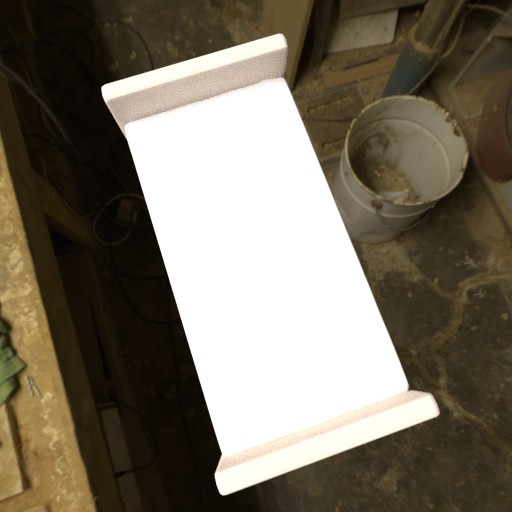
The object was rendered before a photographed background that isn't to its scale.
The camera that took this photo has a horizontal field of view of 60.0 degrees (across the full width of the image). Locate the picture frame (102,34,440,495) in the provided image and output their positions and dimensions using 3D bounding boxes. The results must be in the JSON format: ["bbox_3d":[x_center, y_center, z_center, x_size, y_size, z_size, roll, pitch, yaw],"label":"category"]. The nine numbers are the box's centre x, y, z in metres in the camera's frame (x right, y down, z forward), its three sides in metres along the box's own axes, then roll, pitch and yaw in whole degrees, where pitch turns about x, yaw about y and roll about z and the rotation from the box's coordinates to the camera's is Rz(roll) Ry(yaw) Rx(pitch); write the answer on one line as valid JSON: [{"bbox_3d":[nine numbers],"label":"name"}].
[{"bbox_3d":[0.000,0.000,2.644,1.069,0.891,2.161,-18,77,-4],"label":"picture frame"}]
